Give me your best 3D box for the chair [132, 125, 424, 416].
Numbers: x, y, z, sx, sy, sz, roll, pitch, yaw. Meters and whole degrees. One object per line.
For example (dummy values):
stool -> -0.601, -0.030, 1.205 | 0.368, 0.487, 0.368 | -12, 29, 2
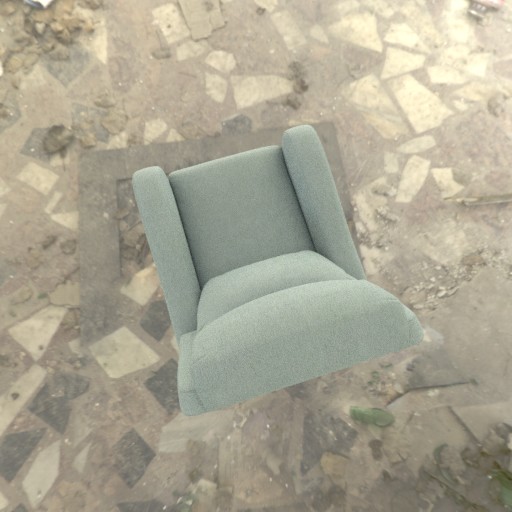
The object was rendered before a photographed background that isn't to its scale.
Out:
chair -> 0.000, 0.000, 1.750 | 0.785, 1.067, 0.988 | -17, 75, -5
